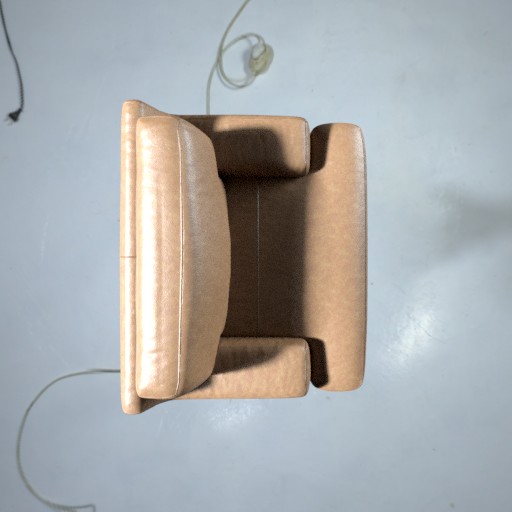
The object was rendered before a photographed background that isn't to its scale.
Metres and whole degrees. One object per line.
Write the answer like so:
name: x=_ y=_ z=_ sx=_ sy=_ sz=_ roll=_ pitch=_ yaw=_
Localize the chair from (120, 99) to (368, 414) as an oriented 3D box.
chair: x=0.000 y=0.000 z=2.019 sx=1.050 sy=0.978 sz=1.276 roll=0 pitch=90 yaw=1
